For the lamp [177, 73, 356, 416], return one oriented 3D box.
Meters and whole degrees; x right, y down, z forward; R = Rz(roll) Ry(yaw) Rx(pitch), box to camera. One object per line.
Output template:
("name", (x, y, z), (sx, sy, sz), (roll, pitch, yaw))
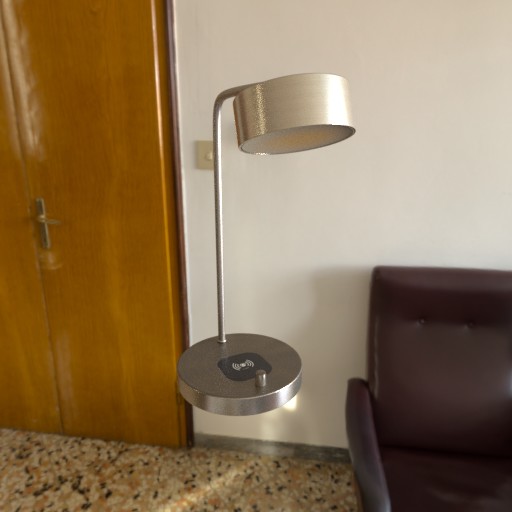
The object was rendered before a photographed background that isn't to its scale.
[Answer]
("lamp", (0.000, 0.000, 0.640), (0.211, 0.469, 0.334), (-8, 19, -25))
